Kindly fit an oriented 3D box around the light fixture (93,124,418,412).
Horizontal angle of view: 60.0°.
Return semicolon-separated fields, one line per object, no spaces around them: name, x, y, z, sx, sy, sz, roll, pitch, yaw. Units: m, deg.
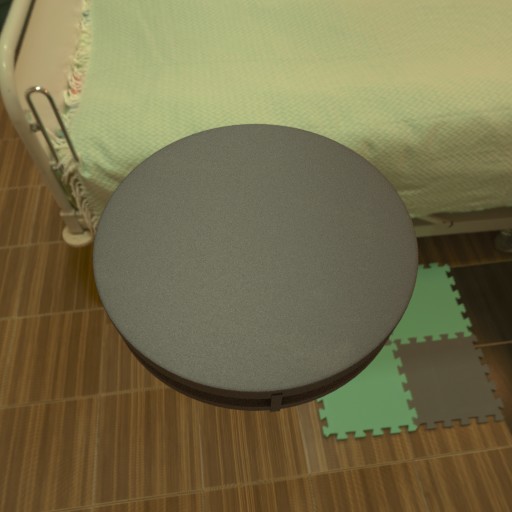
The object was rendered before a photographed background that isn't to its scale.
light fixture;0.000;0.000;0.532;0.356;0.102;0.356;0;57;0
